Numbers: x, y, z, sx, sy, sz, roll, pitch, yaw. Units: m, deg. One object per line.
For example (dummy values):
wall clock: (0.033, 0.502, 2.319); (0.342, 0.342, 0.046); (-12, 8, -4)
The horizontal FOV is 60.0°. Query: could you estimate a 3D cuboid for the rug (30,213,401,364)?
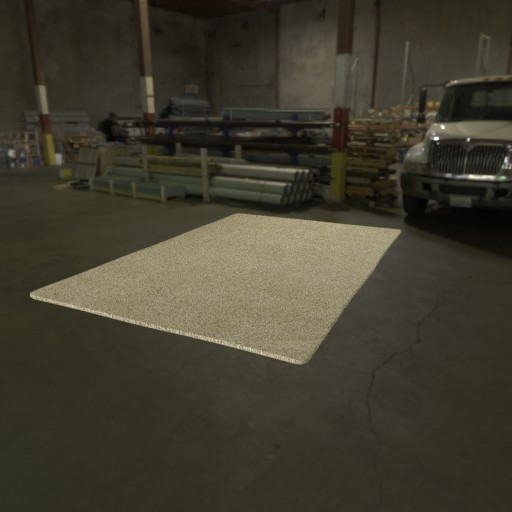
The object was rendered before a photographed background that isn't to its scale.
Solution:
rug: (0.000, 0.000, 3.476); (1.801, 0.024, 2.700); (8, 19, 25)
